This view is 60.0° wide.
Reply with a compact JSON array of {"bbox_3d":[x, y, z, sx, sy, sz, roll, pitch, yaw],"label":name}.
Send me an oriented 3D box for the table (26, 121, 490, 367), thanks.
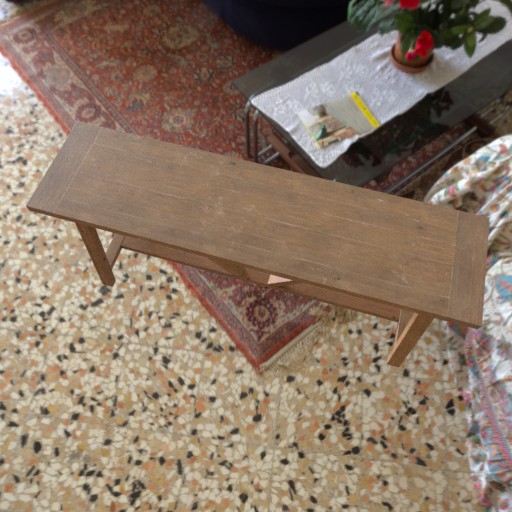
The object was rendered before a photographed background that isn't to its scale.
[{"bbox_3d":[0.000,0.000,2.138,1.800,0.810,0.465,15,65,7],"label":"table"}]
